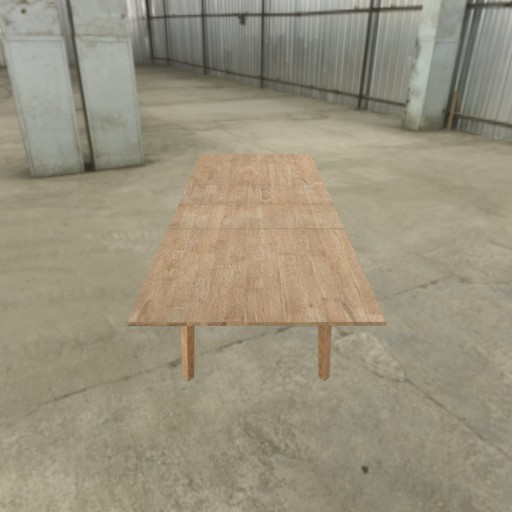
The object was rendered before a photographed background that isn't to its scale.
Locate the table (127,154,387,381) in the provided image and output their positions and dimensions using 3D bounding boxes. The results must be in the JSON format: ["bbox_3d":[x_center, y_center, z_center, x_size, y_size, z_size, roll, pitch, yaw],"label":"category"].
[{"bbox_3d":[0.000,0.000,3.034,1.000,0.752,2.603,0,27,0],"label":"table"}]
